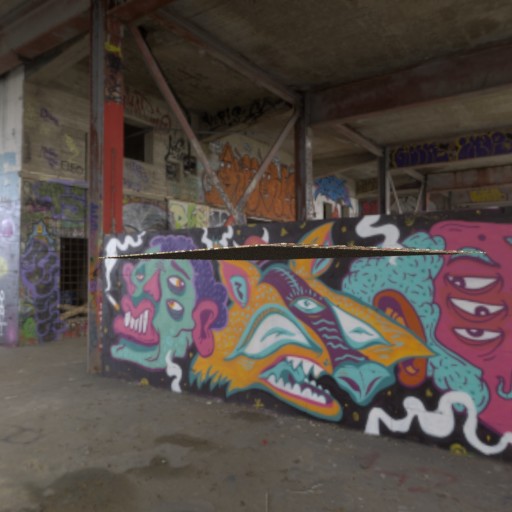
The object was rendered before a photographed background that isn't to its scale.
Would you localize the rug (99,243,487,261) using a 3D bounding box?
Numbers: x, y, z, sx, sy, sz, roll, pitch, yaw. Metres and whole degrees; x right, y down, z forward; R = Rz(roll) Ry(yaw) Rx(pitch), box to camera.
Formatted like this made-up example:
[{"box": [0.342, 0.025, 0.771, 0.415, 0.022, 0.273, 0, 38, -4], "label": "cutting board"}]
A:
[{"box": [0.000, 0.000, 3.014, 1.524, 0.008, 2.438, 1, -2, -35], "label": "rug"}]
